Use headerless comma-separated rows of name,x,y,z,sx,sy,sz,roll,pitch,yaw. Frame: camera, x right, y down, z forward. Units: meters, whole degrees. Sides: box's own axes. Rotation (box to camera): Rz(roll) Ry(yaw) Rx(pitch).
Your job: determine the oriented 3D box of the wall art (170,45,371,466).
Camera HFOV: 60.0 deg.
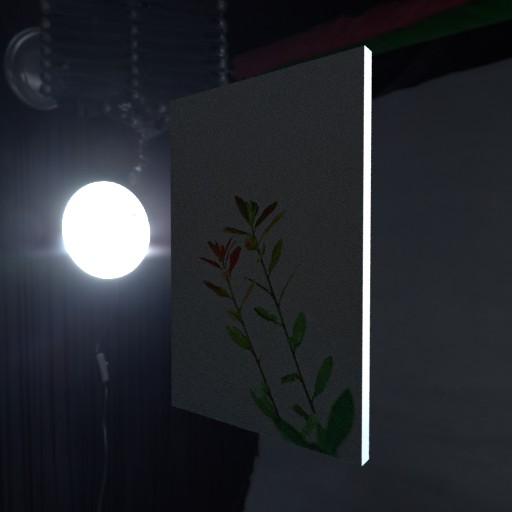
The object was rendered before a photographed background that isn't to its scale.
wall art,0.000,0.000,1.162,0.612,0.915,0.039,1,2,37
